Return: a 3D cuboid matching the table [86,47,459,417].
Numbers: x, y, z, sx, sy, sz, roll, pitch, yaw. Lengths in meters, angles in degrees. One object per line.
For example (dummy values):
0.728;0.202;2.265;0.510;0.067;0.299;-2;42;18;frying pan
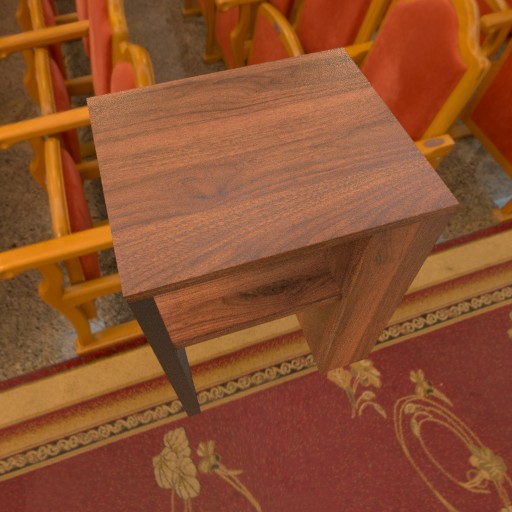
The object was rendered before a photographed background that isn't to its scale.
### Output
0.000;0.000;1.576;0.786;1.041;0.660;-15;58;-10;table
